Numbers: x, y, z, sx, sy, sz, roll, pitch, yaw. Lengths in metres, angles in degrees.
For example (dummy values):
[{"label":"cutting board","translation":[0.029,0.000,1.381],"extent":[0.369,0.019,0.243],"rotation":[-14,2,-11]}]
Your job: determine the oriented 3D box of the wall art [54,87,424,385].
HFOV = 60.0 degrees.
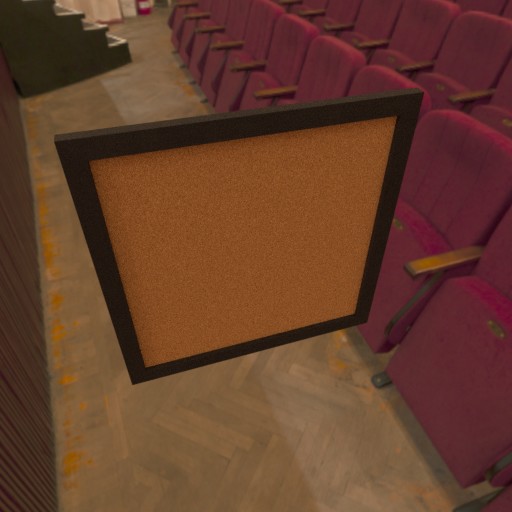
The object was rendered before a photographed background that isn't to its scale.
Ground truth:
[{"label":"wall art","translation":[0.000,0.000,1.511],"extent":[1.016,1.016,0.038],"rotation":[-12,42,-14]}]
